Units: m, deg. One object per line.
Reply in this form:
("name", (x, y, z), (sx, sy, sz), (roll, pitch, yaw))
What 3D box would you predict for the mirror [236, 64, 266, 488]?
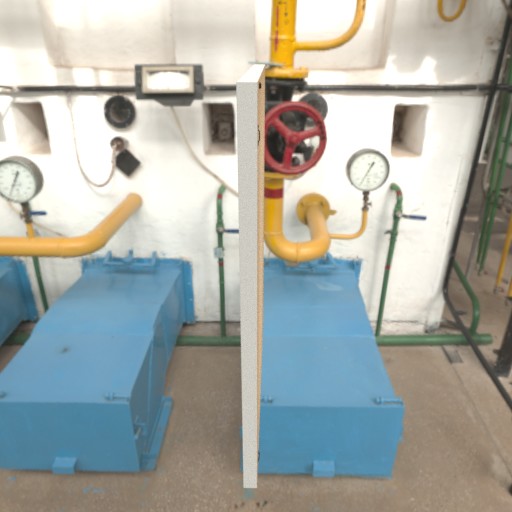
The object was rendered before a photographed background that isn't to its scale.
("mirror", (0.000, 0.000, 1.314), (0.041, 1.016, 0.762), (1, 25, 2))
